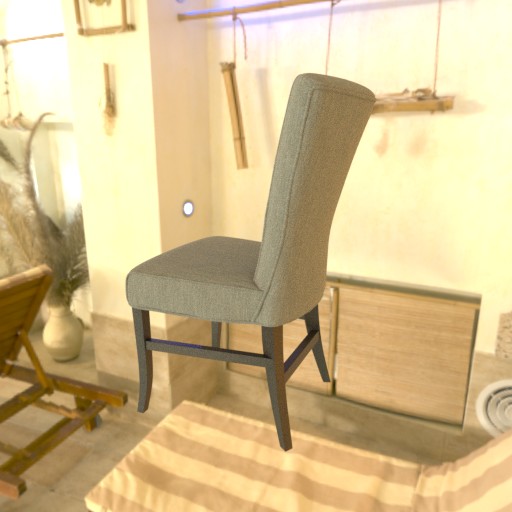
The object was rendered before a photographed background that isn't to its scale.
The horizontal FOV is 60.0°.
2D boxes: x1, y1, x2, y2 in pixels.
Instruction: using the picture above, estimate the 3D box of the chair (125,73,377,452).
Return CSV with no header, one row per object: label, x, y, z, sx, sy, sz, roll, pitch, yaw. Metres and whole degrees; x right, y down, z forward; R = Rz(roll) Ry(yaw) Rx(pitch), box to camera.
chair,0.000,0.000,1.378,0.660,0.991,0.520,7,17,25
